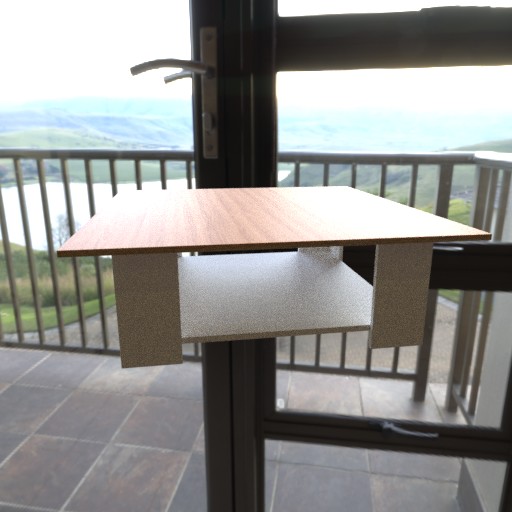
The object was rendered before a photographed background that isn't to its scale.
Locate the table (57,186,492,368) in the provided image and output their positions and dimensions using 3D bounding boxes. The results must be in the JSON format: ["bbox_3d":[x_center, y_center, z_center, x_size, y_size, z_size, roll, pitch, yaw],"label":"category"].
[{"bbox_3d":[0.000,0.000,1.352,0.890,0.305,0.890,-2,16,-9],"label":"table"}]
